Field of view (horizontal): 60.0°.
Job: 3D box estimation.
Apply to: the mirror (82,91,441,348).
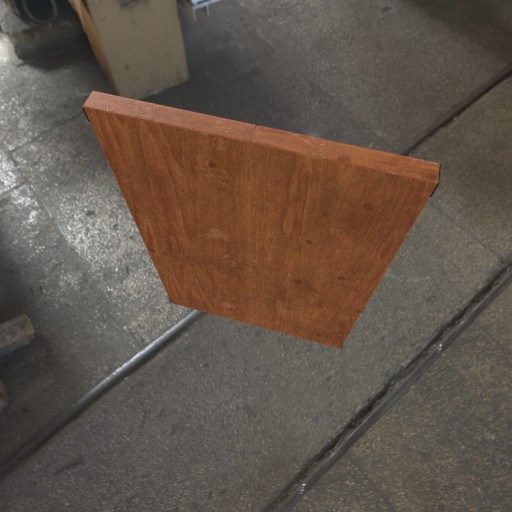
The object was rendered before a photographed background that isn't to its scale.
[{"bbox_3d":[0.000,0.000,0.962,0.517,0.761,0.053,14,63,7],"label":"mirror"}]
